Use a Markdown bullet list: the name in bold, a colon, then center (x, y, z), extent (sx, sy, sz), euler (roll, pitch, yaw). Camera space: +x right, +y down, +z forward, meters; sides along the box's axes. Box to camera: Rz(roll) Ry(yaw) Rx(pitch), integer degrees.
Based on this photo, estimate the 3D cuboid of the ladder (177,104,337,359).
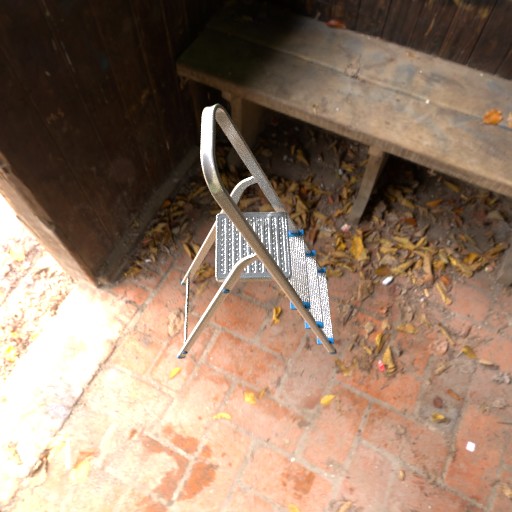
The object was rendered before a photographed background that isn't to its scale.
- **ladder**: center (0.000, 0.000, 1.803), extent (0.842, 1.434, 0.445), euler (-1, 62, -1)
